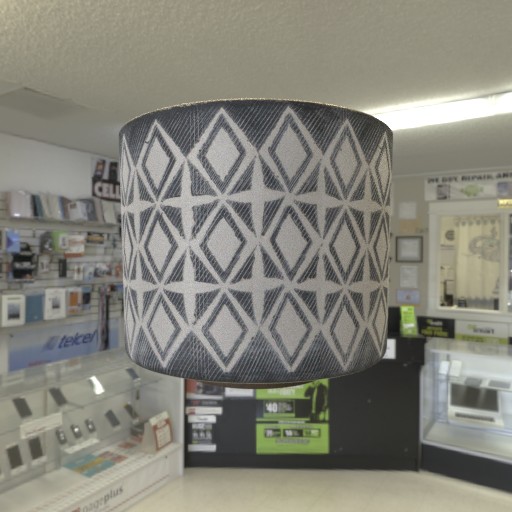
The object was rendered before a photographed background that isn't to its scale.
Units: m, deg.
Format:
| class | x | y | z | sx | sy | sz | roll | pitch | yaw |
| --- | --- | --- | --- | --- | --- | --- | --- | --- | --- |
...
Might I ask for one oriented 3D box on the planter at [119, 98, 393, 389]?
| class | x | y | z | sx | sy | sz | roll | pitch | yaw |
| --- | --- | --- | --- | --- | --- | --- | --- | --- | --- |
| planter | 0.000 | 0.000 | 0.326 | 0.192 | 0.165 | 0.192 | 0 | 0 | 0 |
